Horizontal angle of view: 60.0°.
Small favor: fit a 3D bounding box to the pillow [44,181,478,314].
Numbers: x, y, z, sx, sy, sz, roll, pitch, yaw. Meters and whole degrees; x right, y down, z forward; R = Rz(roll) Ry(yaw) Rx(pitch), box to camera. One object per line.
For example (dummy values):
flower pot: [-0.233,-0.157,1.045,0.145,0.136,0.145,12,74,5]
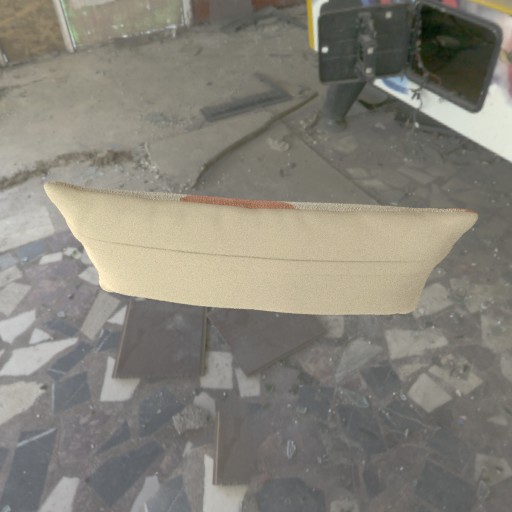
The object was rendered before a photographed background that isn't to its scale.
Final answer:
pillow: [0.000,0.000,0.732,0.609,0.292,0.155,4,46,4]
